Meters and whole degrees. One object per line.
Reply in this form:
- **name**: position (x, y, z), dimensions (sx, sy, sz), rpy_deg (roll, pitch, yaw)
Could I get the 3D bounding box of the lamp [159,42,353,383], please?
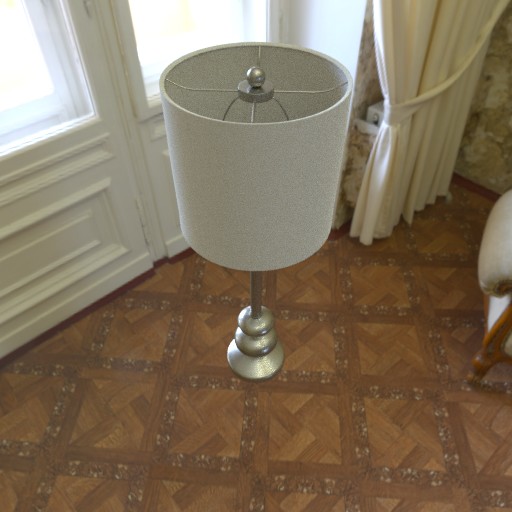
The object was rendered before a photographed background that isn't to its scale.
- **lamp**: position (0.000, 0.000, 0.818), dimensions (0.254, 0.690, 0.254), rpy_deg (2, 45, 2)
